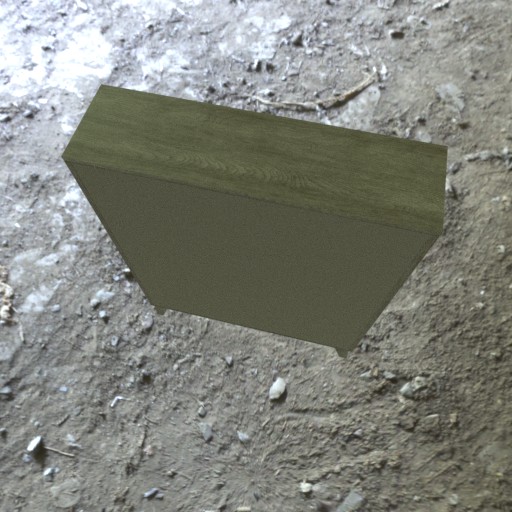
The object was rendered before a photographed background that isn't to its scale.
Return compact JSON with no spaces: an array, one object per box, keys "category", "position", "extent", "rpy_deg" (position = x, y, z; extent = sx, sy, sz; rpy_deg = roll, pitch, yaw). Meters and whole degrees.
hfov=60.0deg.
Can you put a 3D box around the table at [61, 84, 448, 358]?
[{"category":"table","position":[0.000,0.000,1.580],"extent":[0.902,1.135,0.256],"rpy_deg":[12,64,6]}]
